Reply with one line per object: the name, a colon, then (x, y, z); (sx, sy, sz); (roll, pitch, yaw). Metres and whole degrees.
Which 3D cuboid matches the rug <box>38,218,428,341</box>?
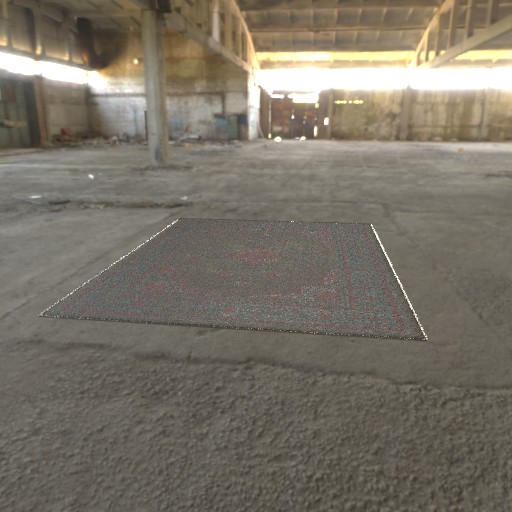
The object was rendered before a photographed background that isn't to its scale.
rug: (0.000, 0.000, 4.150); (2.434, 0.013, 3.057); (2, 17, 8)
